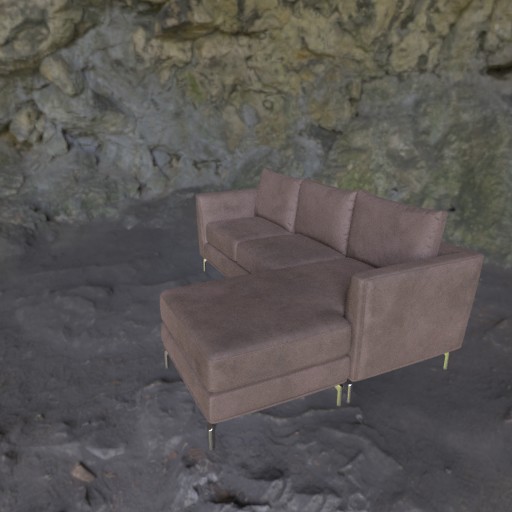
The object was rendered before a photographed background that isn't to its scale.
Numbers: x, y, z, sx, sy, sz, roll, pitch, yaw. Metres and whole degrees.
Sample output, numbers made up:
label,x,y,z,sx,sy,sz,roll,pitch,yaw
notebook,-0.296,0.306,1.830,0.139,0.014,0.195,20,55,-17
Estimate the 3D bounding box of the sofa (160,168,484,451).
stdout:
label,x,y,z,sx,sy,sz,roll,pitch,yaw
sofa,0.000,0.000,3.210,1.622,0.987,2.438,-9,20,-25
